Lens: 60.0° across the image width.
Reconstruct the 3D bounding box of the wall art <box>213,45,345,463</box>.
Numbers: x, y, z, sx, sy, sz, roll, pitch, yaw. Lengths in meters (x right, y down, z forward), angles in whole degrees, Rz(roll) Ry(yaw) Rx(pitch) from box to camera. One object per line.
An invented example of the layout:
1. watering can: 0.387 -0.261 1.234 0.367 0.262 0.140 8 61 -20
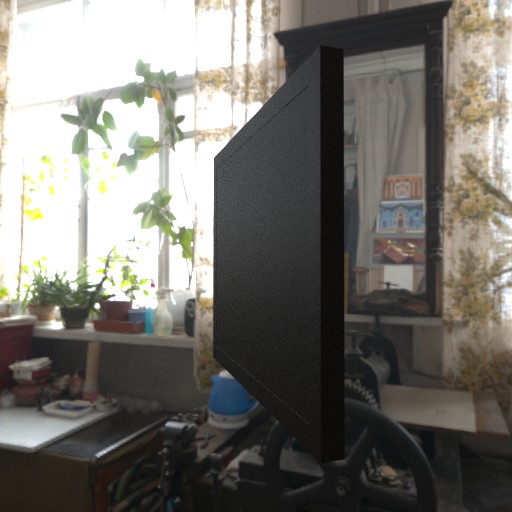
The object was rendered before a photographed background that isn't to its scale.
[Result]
1. wall art: 0.000 0.000 0.754 0.029 0.457 0.558 0 -1 -18
